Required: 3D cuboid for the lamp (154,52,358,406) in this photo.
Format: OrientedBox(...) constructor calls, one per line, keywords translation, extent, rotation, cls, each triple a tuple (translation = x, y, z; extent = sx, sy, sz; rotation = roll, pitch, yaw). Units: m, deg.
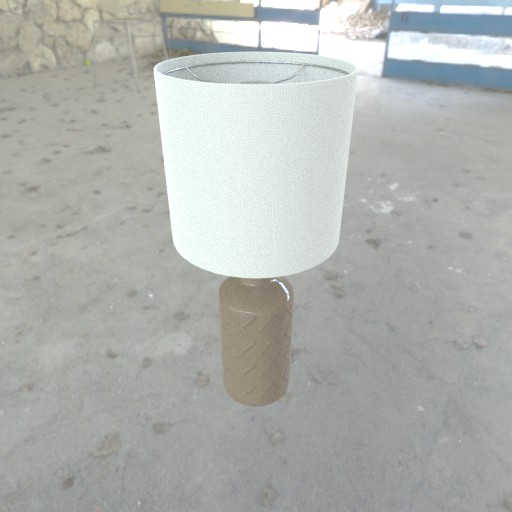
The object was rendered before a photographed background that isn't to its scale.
OrientedBox(translation=(0.000, 0.000, 0.576), extent=(0.207, 0.461, 0.207), rotation=(20, 37, 29), cls="lamp")
